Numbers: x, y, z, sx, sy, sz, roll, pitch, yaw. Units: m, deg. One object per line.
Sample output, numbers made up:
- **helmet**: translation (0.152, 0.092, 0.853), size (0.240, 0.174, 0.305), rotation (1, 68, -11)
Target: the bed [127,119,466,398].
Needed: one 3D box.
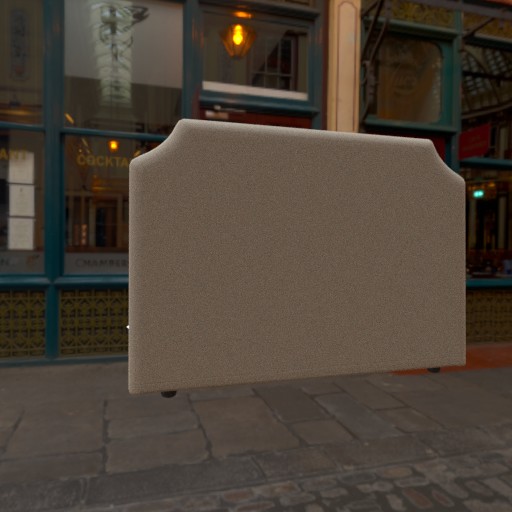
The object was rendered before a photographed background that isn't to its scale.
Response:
- **bed**: translation (0.000, 0.000, 3.267), size (1.828, 1.301, 2.204), rotation (0, 1, -17)
